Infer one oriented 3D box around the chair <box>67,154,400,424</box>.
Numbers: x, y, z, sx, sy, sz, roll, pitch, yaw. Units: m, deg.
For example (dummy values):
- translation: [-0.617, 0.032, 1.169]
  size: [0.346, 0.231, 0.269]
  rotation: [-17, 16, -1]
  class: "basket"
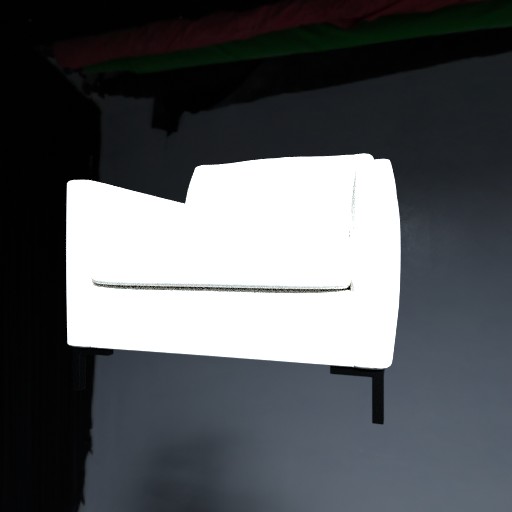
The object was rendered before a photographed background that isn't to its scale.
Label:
- translation: [0.000, 0.000, 1.565]
  size: [0.964, 0.806, 0.875]
  rotation: [0, 0, 18]
  class: "chair"
